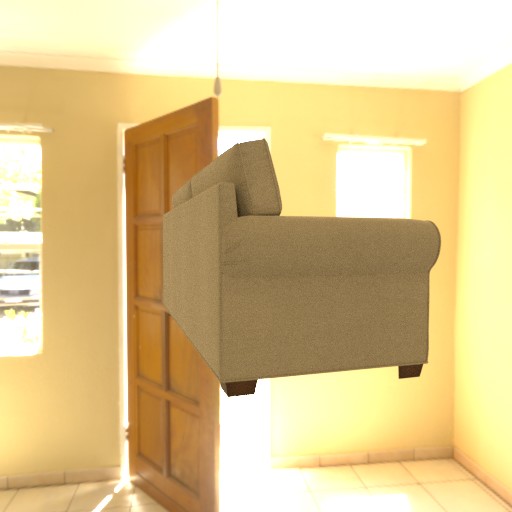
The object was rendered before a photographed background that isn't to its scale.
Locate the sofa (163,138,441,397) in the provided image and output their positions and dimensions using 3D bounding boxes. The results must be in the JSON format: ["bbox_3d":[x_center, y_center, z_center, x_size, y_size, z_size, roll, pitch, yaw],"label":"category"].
[{"bbox_3d":[0.000,0.000,2.646,0.901,0.962,2.146,-1,2,-17],"label":"sofa"}]
